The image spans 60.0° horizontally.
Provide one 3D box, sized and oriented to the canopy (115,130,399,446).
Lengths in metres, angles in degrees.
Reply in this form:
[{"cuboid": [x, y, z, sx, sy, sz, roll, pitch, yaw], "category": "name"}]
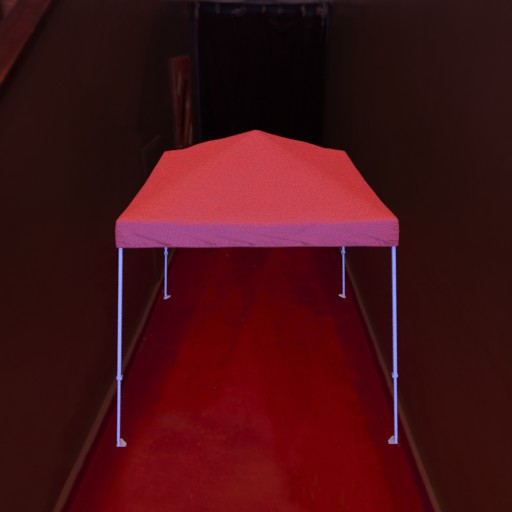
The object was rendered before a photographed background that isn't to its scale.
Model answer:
[{"cuboid": [0.000, 0.000, 6.464, 3.599, 3.600, 3.600, 0, 27, -1], "category": "canopy"}]
